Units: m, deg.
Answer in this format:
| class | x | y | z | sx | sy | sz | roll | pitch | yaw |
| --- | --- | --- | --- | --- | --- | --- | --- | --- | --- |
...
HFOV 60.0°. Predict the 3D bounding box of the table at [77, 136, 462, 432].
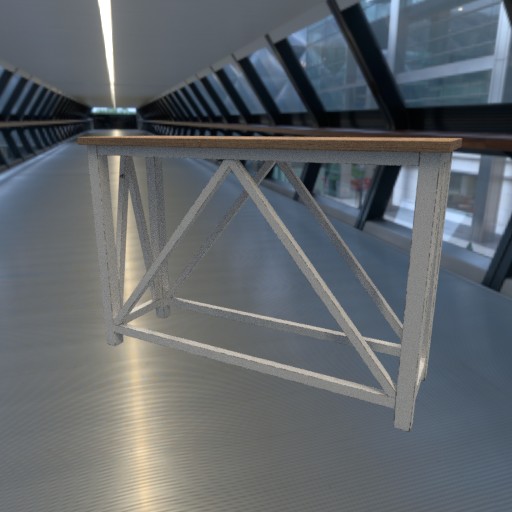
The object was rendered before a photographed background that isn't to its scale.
| class | x | y | z | sx | sy | sz | roll | pitch | yaw |
| --- | --- | --- | --- | --- | --- | --- | --- | --- | --- |
| table | 0.000 | 0.000 | 1.803 | 1.400 | 0.930 | 0.450 | 8 | 18 | 26 |
